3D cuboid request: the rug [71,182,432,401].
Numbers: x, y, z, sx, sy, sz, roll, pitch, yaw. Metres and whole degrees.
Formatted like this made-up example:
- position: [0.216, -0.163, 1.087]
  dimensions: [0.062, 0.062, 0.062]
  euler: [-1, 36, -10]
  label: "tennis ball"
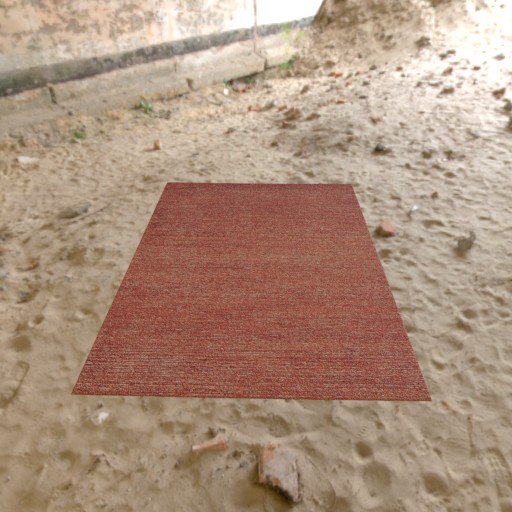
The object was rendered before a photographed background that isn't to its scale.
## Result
- position: [0.000, 0.000, 5.077]
  dimensions: [2.803, 0.025, 3.965]
  euler: [1, 34, 1]
  label: "rug"
